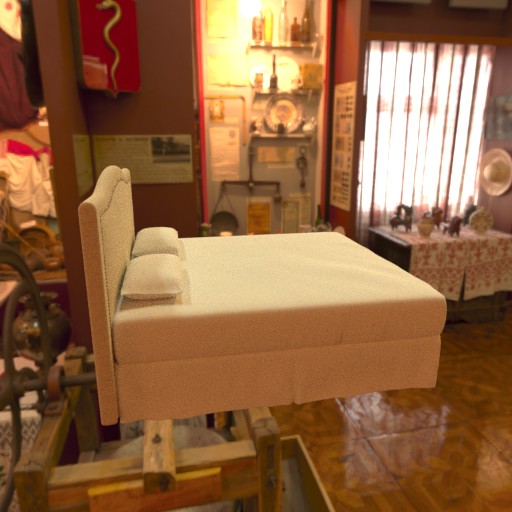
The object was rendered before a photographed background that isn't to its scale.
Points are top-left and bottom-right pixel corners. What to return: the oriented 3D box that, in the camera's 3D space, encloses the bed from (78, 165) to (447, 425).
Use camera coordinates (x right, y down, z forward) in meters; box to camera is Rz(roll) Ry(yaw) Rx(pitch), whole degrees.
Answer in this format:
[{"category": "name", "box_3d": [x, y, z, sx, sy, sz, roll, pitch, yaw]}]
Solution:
[{"category": "bed", "box_3d": [0.000, 0.000, 3.495, 2.182, 1.421, 2.083, -3, 16, -10]}]
